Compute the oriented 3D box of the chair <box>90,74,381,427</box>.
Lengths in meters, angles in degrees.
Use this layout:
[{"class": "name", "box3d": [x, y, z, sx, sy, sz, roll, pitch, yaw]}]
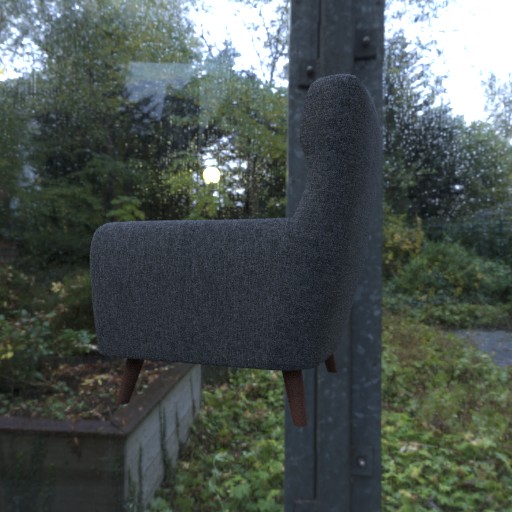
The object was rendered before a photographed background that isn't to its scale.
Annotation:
[{"class": "chair", "box3d": [0.000, 0.000, 1.742, 0.940, 1.039, 0.889, 0, 0, 18]}]
